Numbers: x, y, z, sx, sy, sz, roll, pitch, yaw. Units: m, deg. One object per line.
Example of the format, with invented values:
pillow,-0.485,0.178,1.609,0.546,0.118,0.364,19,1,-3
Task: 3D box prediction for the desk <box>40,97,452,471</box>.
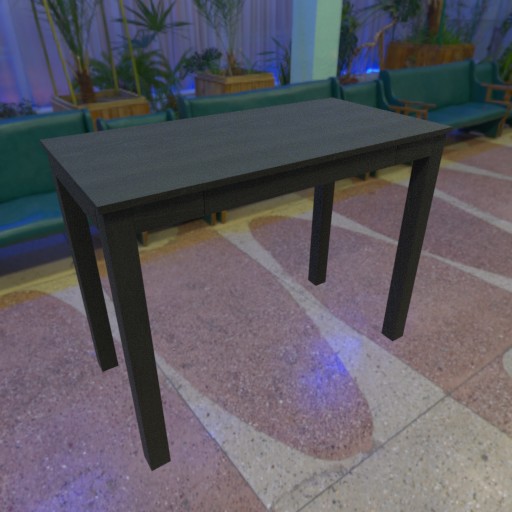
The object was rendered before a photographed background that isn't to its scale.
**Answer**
desk,0.000,0.000,1.377,0.991,0.762,0.499,-18,35,-28
